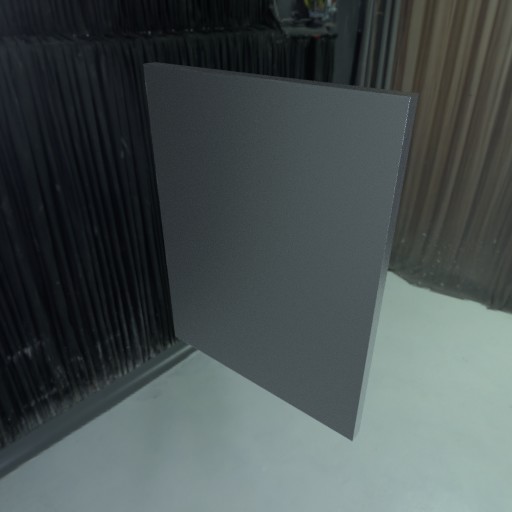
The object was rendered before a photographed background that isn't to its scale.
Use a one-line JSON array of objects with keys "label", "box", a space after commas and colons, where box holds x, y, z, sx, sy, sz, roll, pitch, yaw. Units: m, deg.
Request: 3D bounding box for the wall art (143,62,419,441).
[{"label": "wall art", "box": [0.000, 0.000, 0.749, 0.444, 0.569, 0.025, 22, 37, 32]}]
